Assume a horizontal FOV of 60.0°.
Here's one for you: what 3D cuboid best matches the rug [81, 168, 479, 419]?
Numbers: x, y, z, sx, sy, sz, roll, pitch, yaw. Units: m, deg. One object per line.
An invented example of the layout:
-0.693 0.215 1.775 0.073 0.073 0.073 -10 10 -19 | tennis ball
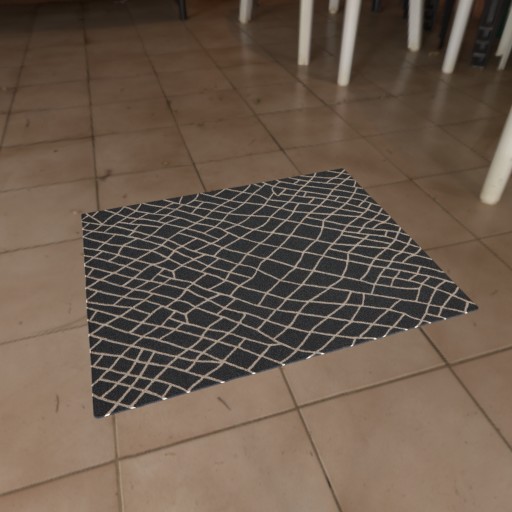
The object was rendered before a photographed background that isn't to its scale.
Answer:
0.000 0.000 4.126 3.047 0.022 2.439 -12 42 -14 | rug
